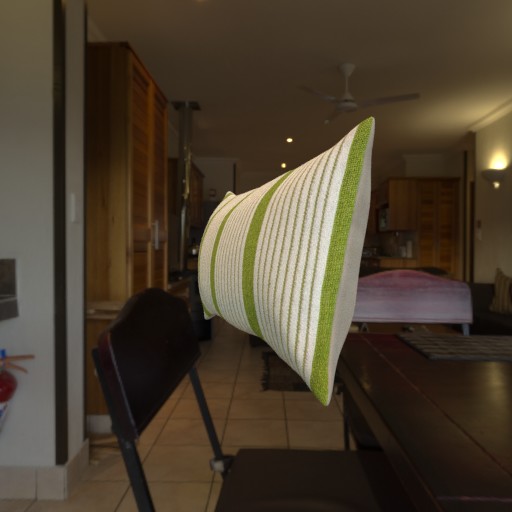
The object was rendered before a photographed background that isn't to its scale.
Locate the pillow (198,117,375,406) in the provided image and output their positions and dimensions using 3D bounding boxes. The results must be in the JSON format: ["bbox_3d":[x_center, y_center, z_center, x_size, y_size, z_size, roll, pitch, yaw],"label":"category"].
[{"bbox_3d":[0.000,0.000,0.725,0.156,0.292,0.608,0,0,-17],"label":"pillow"}]
